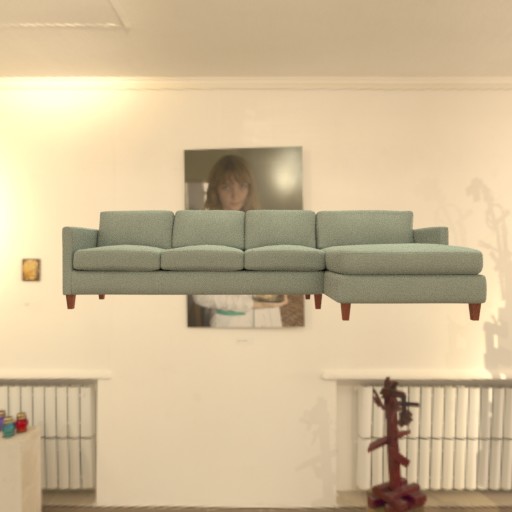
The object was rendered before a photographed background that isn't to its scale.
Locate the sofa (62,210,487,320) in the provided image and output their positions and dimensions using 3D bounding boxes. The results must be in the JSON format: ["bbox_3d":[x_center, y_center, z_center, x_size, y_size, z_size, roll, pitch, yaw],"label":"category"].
[{"bbox_3d":[0.000,0.000,4.046,3.471,0.950,1.604,0,1,0],"label":"sofa"}]
